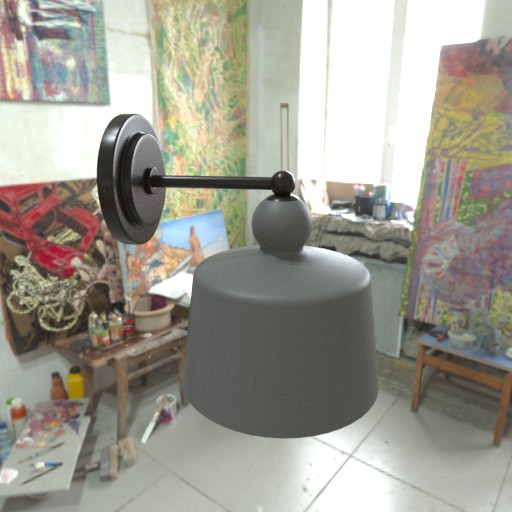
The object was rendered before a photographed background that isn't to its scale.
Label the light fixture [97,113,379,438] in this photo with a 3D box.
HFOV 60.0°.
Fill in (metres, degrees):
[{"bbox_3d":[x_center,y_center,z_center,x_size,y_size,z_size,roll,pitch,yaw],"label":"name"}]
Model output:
[{"bbox_3d":[0.000,0.000,0.437,0.254,0.268,0.204,3,17,9],"label":"light fixture"}]
